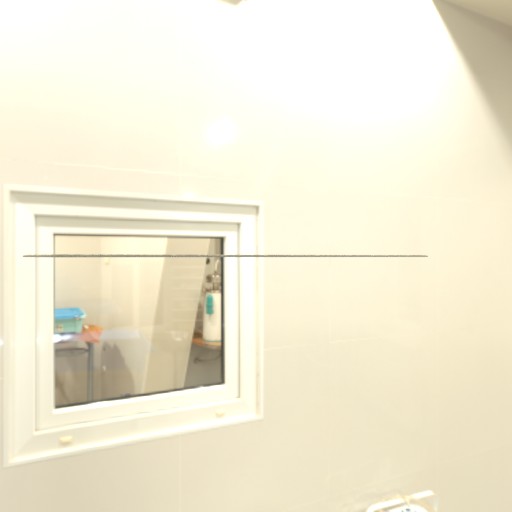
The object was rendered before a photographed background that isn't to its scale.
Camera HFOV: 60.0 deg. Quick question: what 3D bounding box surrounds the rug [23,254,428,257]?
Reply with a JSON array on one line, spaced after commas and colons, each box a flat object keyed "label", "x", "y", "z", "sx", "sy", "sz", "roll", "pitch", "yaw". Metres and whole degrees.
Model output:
[{"label": "rug", "x": 0.000, "y": 0.000, "z": 2.429, "sx": 2.196, "sy": 0.011, "sz": 0.662, "roll": 0, "pitch": 0, "yaw": -35}]
